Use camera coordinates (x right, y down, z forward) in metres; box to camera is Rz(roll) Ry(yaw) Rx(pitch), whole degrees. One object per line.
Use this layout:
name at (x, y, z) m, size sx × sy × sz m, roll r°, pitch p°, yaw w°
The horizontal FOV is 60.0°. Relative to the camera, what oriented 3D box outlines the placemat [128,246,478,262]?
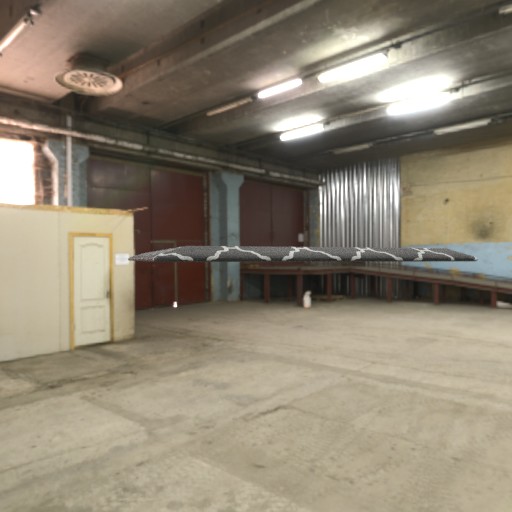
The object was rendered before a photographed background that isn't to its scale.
placemat at (0.000, 0.000, 0.968) m, size 0.508 × 0.021 × 0.762 m, roll 0°, pitch 0°, yaw -19°
